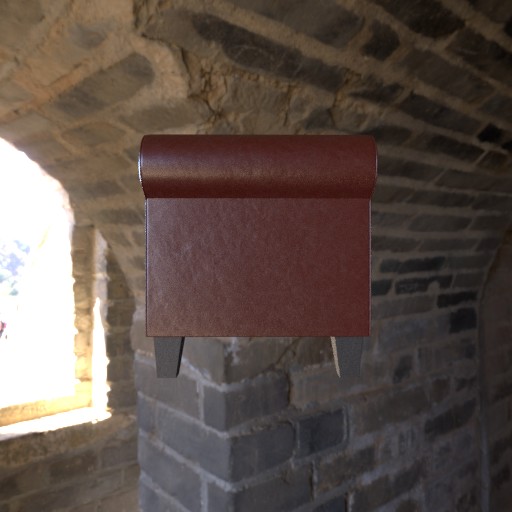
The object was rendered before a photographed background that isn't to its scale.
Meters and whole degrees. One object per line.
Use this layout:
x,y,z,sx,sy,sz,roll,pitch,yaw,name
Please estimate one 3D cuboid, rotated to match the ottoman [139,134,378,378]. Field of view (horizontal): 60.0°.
0.000,0.000,1.555,0.521,0.547,1.256,0,0,-1,ottoman
